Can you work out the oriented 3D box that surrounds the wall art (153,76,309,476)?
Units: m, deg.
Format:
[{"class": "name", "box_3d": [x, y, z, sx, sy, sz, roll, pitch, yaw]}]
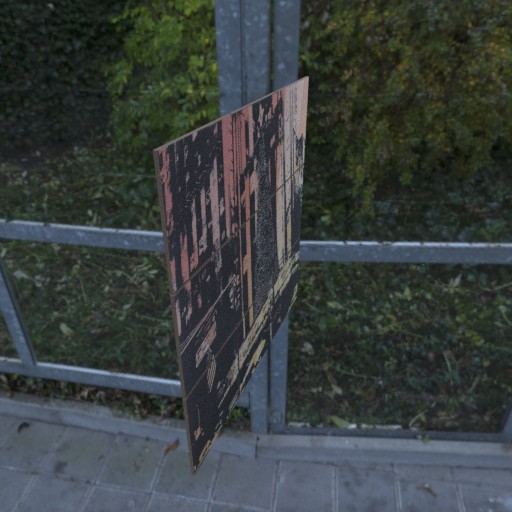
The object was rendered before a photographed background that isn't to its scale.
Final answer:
[{"class": "wall art", "box_3d": [0.000, 0.000, 1.812, 0.013, 1.216, 1.216, 12, 32, 19]}]
